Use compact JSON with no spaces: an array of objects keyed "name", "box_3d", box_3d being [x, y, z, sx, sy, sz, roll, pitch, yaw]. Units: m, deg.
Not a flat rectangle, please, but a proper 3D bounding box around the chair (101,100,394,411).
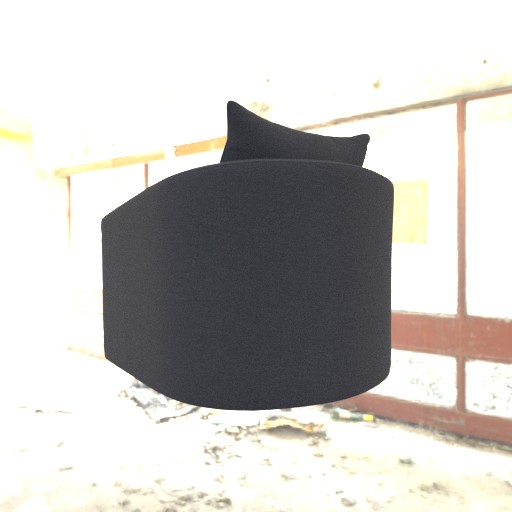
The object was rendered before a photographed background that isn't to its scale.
[{"name":"chair","box_3d":[0.000,0.000,1.572,0.845,0.848,0.910,0,1,-35]}]
